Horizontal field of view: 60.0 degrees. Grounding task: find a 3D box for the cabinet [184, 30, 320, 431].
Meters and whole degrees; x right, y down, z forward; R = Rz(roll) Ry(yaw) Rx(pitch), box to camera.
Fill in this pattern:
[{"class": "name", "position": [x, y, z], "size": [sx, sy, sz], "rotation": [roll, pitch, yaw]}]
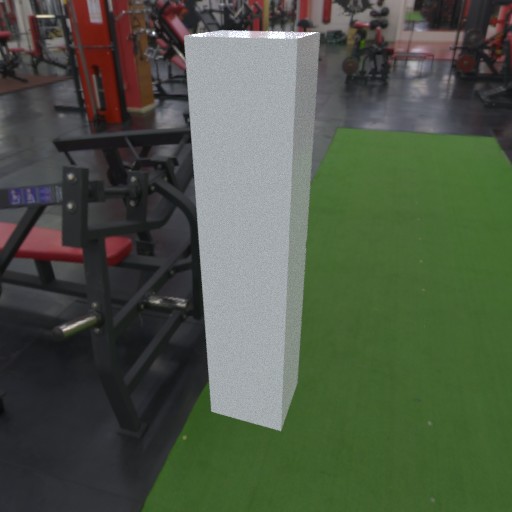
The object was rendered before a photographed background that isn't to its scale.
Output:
[{"class": "cabinet", "position": [0.000, 0.000, 1.560], "size": [0.300, 1.400, 0.270], "rotation": [10, 31, 16]}]
